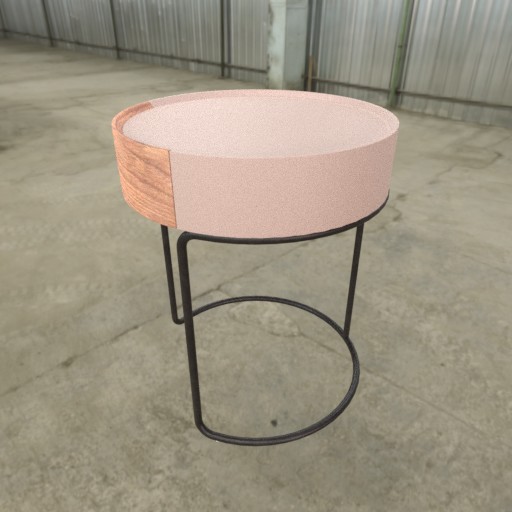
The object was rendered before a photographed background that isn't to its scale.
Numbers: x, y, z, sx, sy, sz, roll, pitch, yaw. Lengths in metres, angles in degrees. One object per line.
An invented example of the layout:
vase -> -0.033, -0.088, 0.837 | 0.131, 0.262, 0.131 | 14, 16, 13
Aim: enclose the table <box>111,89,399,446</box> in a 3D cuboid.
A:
table -> 0.000, 0.000, 0.849 | 0.450, 0.530, 0.450 | 0, 30, 0
